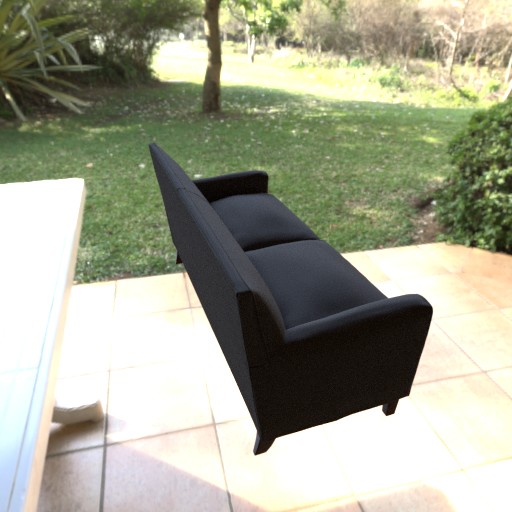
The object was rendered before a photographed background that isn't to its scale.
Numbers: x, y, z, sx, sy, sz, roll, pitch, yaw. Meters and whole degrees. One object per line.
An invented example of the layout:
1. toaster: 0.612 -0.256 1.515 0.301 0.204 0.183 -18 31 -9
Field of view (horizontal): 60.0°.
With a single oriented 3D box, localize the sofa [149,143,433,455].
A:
1. sofa: 0.000 0.000 2.509 0.843 0.907 2.002 -10 29 -18
